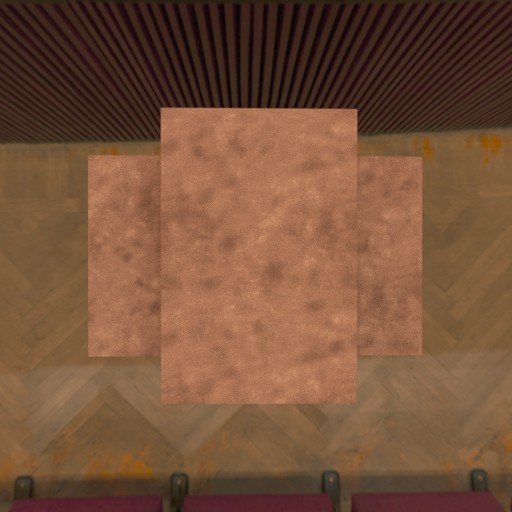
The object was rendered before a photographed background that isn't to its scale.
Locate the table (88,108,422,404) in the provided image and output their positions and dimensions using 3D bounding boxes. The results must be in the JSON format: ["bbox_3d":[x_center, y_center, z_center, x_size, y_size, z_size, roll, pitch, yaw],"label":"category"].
[{"bbox_3d":[0.000,0.000,1.998,1.443,0.700,1.100,0,90,-1],"label":"table"}]
